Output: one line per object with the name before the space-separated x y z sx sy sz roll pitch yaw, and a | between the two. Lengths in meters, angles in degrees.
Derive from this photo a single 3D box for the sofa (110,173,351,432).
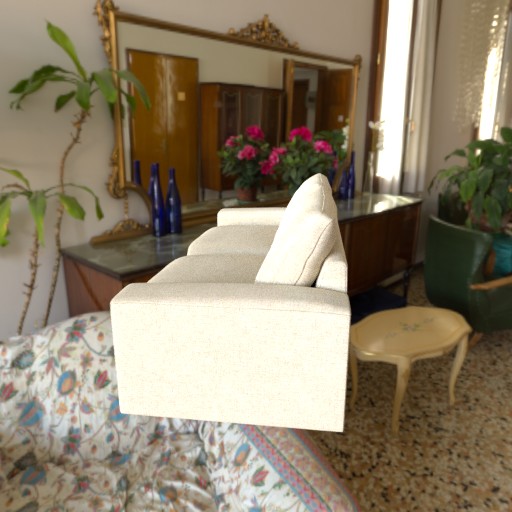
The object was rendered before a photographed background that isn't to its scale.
sofa | 0.000 0.000 2.877 1.040 0.922 2.299 2 16 7
